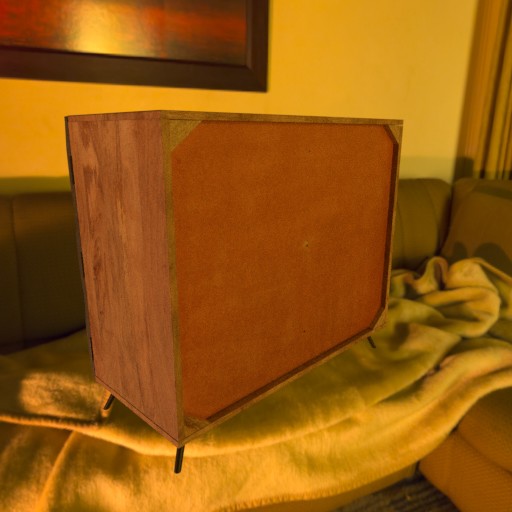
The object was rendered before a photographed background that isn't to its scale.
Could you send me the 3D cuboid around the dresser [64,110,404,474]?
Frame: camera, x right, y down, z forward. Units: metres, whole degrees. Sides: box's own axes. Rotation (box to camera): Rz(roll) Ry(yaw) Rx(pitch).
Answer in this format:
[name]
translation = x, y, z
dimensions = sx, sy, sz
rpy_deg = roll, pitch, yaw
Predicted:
[dresser]
translation = 0.000, 0.000, 1.425
dimensions = 0.446, 0.847, 0.967
rpy_deg = 15, 21, 43
